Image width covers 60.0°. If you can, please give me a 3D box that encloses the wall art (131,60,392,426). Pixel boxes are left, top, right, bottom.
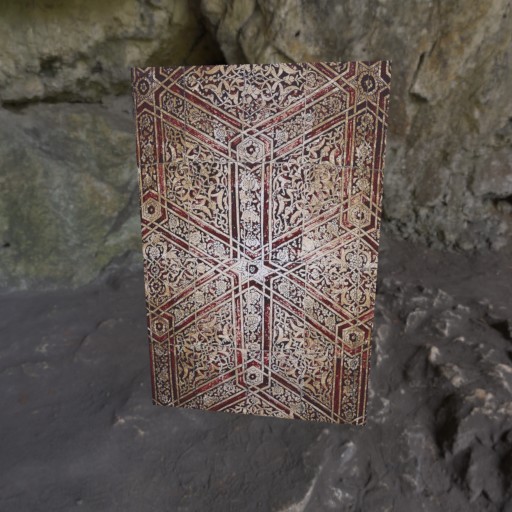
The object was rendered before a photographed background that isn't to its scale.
[{"bbox_3d":[0.000,0.000,0.749,0.397,0.599,0.020,2,15,9],"label":"wall art"}]
